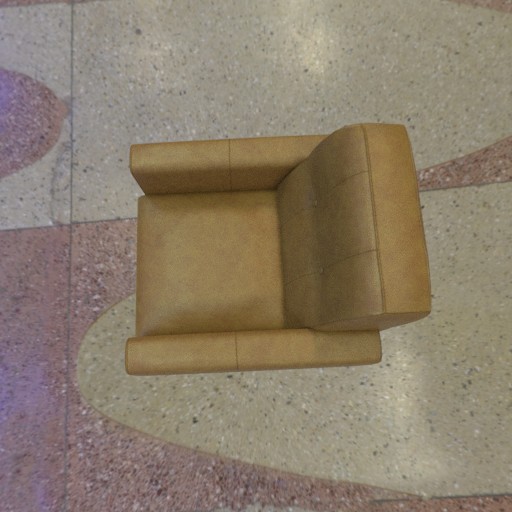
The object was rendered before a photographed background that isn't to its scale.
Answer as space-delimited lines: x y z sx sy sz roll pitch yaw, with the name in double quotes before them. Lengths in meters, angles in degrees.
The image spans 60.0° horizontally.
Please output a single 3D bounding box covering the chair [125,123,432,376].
"chair" 0.000 0.000 1.685 0.942 0.968 0.845 -3 76 -1
